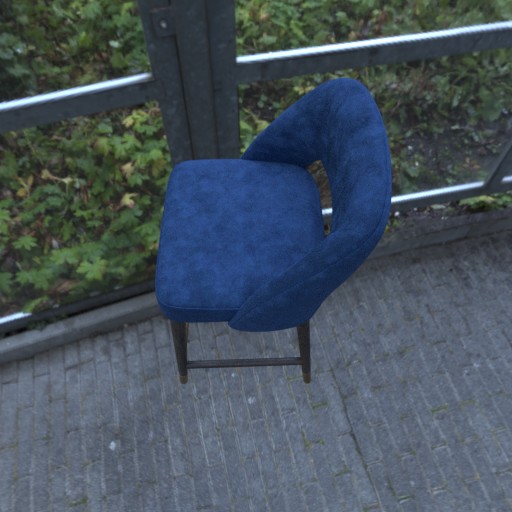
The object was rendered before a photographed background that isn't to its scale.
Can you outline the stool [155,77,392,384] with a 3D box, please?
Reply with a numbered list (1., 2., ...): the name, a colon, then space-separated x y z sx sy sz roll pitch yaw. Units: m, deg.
1. stool: 0.000 0.000 1.251 0.524 0.925 0.536 0 58 0
